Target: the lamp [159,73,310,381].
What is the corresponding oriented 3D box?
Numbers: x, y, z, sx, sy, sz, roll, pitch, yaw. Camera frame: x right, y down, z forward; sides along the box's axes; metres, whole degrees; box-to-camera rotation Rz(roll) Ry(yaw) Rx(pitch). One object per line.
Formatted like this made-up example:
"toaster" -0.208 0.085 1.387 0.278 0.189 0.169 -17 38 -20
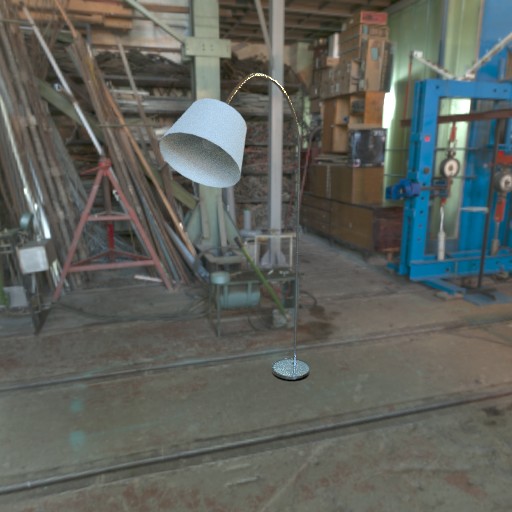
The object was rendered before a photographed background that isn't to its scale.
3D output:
"lamp" 0.000 0.000 2.700 0.406 2.098 1.445 7 15 27
